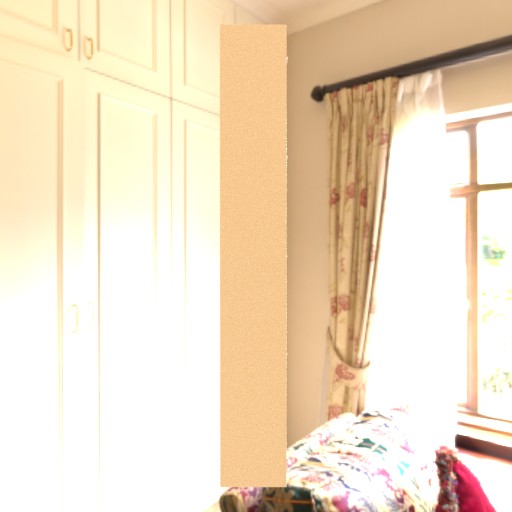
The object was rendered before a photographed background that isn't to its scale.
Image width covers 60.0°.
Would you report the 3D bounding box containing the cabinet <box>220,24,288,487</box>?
[{"bbox_3d":[0.000,0.000,1.821,0.255,1.630,0.520,0,0,0],"label":"cabinet"}]
